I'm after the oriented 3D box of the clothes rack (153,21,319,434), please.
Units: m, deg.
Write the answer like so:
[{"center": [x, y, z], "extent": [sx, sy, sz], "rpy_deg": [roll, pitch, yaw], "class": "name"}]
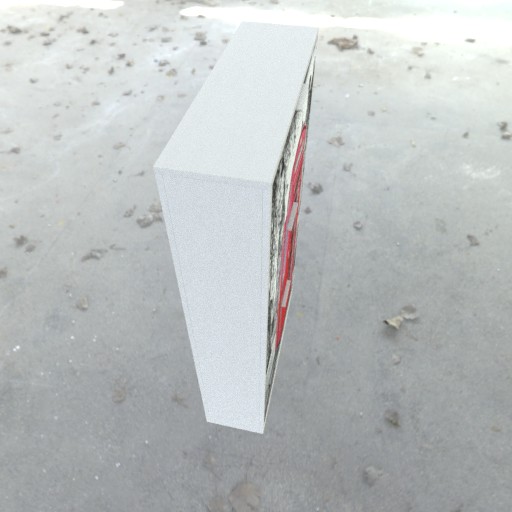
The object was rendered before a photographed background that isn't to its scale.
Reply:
[{"center": [0.000, 0.000, 1.571], "extent": [0.250, 1.280, 0.750], "rpy_deg": [9, 49, 8], "class": "clothes rack"}]
